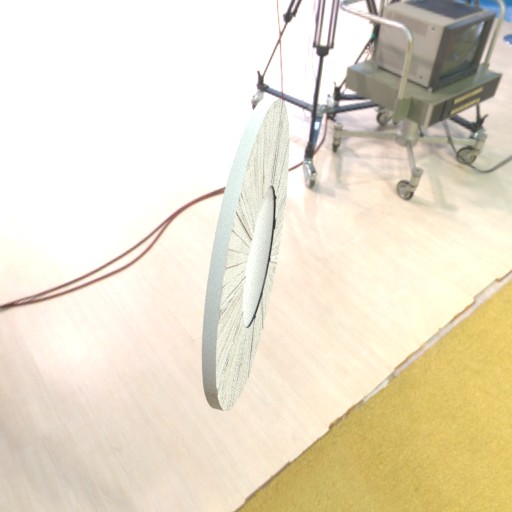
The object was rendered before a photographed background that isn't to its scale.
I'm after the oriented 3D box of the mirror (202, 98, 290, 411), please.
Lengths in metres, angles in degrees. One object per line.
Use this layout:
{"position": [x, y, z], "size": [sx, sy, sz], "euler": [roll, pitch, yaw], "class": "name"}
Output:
{"position": [0.000, 0.000, 1.358], "size": [0.038, 0.914, 0.914], "euler": [10, 47, 9], "class": "mirror"}
